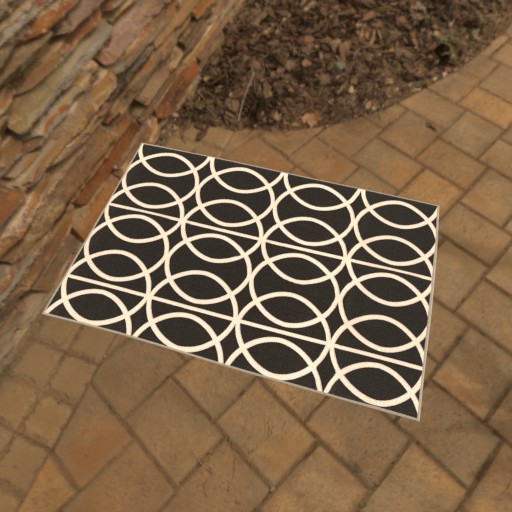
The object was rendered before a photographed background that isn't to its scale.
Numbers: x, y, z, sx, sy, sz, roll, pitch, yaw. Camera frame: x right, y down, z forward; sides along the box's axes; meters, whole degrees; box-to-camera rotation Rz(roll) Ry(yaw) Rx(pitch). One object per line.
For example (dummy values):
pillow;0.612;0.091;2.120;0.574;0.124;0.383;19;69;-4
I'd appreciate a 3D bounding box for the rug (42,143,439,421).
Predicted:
rug;0.000;0.000;2.928;2.294;0.014;1.528;14;60;8
